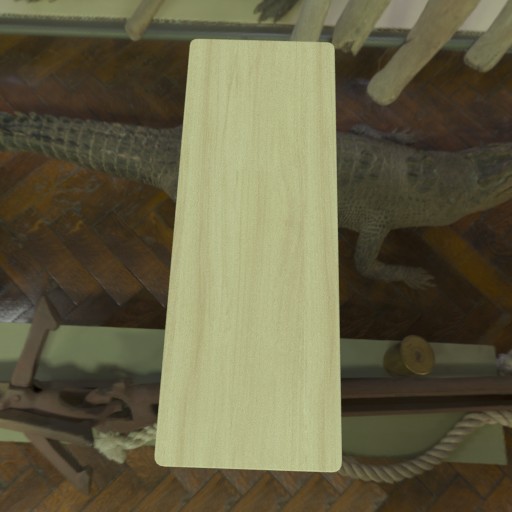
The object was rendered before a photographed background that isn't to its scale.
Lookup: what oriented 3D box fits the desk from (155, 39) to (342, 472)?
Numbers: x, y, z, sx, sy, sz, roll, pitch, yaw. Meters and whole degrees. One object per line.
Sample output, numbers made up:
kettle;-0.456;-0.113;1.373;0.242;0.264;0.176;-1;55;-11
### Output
desk;0.000;0.000;1.855;0.550;0.755;1.500;2;74;0
